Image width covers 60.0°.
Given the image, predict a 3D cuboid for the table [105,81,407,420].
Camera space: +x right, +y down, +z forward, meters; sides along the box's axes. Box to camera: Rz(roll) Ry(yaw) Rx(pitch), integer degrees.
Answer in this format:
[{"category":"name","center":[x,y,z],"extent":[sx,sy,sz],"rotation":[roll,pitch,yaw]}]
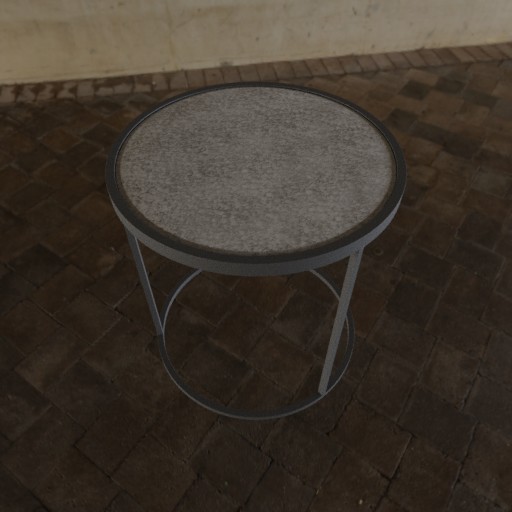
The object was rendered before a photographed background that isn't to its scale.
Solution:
[{"category":"table","center":[0.000,0.000,0.893],"extent":[0.470,0.498,0.470],"rotation":[0,48,0]}]
